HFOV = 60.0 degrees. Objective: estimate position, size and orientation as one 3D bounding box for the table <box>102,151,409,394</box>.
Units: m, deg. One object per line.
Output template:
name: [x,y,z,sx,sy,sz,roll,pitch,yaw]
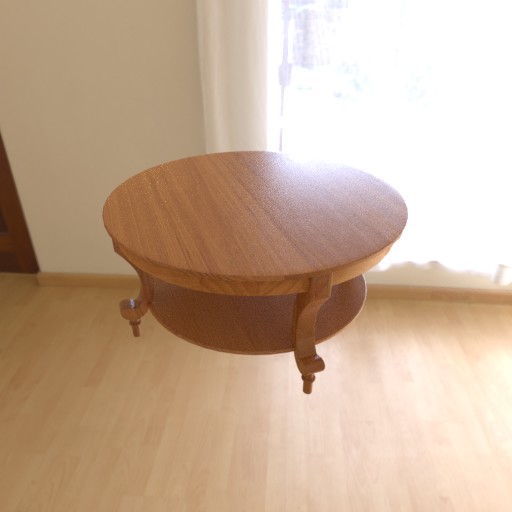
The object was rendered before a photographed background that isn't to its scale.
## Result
table: [0.000,0.000,1.669,1.029,0.490,1.029,0,31,0]
